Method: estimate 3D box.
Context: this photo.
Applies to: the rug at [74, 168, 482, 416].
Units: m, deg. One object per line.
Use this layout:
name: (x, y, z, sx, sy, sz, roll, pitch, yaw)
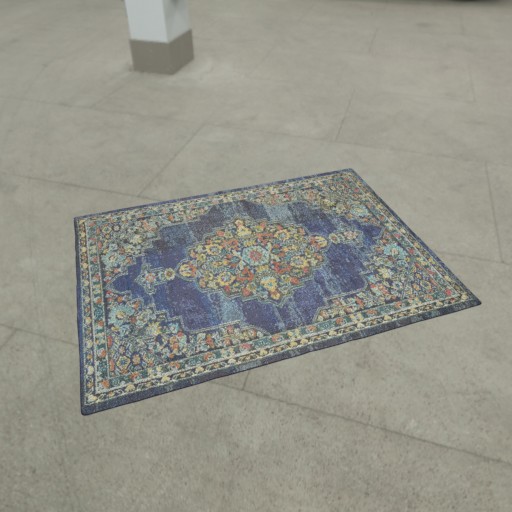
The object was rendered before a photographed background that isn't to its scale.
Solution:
rug: (0.000, 0.000, 2.876, 2.232, 0.009, 1.630, -12, 43, -14)
